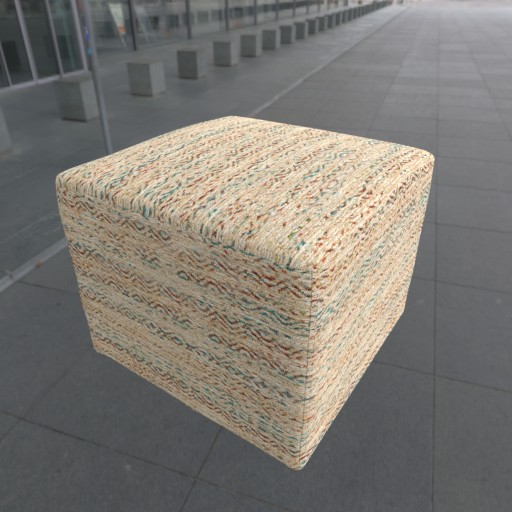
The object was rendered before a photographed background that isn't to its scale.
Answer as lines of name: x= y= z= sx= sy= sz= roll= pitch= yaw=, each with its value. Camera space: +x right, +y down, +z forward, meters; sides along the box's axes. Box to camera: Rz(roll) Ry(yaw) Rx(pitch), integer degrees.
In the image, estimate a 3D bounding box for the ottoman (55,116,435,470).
ottoman: x=0.000 y=0.000 z=0.904 sx=0.521 sy=0.453 sz=0.512 roll=20 pitch=36 yaw=29
